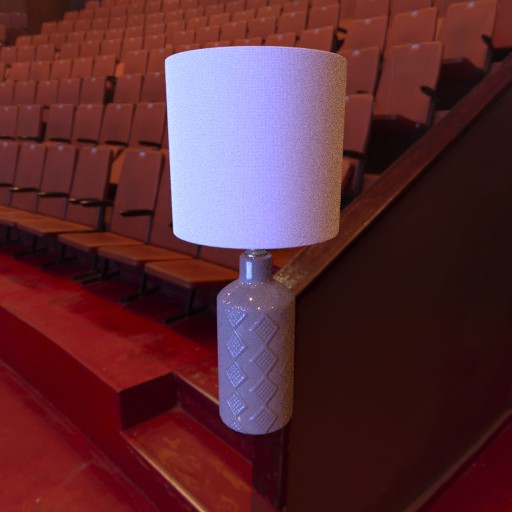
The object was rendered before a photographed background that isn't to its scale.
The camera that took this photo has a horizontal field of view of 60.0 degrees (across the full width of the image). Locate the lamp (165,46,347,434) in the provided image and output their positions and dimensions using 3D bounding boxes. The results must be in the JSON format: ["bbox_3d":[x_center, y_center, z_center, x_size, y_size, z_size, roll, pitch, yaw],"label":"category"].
[{"bbox_3d":[0.000,0.000,0.572,0.207,0.461,0.207,-14,20,-41],"label":"lamp"}]
